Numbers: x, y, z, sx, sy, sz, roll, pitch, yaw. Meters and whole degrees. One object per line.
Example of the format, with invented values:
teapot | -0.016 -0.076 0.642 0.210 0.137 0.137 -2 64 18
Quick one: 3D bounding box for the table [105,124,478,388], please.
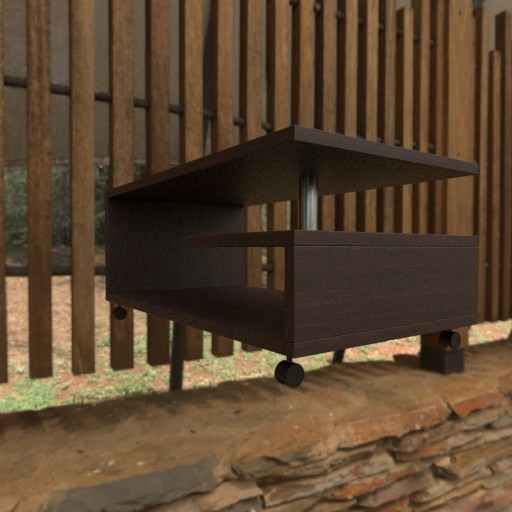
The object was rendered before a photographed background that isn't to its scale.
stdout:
table | 0.000 0.000 1.345 0.590 0.460 1.050 -1 1 -35
